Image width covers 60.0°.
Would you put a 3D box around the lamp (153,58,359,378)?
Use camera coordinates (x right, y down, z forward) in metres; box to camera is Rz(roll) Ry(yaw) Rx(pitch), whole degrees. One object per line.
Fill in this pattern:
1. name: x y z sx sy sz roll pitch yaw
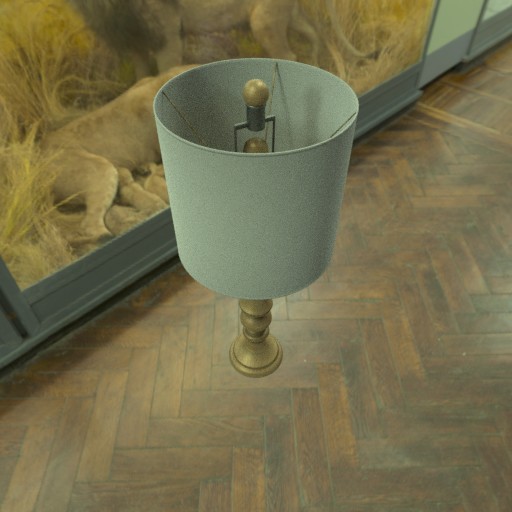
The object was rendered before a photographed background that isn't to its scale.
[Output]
1. lamp: 0.000 0.000 0.742 0.250 0.597 0.250 9 46 9
